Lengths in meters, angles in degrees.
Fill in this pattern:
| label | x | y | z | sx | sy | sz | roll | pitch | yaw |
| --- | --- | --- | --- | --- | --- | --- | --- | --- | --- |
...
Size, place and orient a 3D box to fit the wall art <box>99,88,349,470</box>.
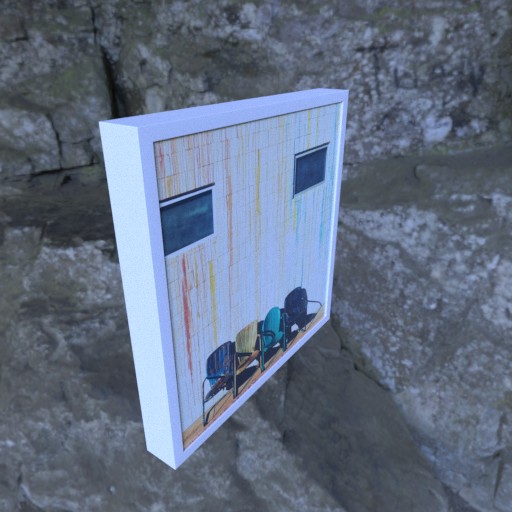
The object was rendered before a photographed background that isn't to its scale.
| label | x | y | z | sx | sy | sz | roll | pitch | yaw |
| --- | --- | --- | --- | --- | --- | --- | --- | --- | --- |
| wall art | 0.000 | 0.000 | 0.461 | 0.038 | 0.305 | 0.305 | 17 | 30 | 32 |
